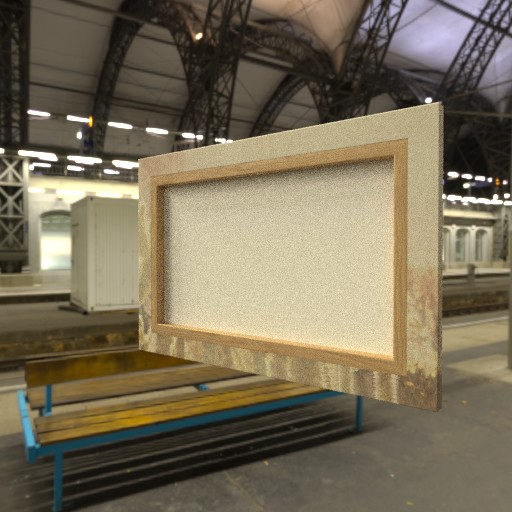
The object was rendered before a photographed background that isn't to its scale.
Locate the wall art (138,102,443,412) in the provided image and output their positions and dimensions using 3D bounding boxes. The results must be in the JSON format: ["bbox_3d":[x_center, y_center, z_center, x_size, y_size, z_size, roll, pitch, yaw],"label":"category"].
[{"bbox_3d":[0.000,0.000,1.439,1.142,0.758,0.041,1,1,37],"label":"wall art"}]
